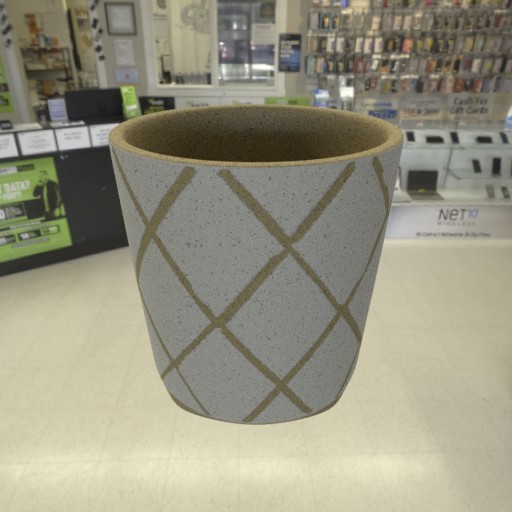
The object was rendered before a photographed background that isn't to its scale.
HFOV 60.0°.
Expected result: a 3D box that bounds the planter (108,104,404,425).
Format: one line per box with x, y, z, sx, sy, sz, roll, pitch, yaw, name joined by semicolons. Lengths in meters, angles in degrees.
0.000;0.000;0.409;0.228;0.235;0.228;0;27;0;planter
